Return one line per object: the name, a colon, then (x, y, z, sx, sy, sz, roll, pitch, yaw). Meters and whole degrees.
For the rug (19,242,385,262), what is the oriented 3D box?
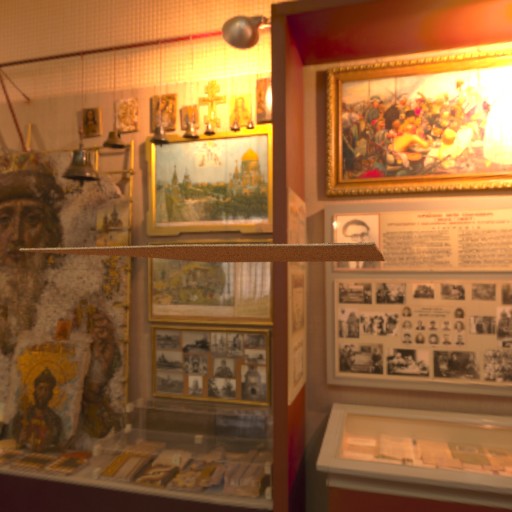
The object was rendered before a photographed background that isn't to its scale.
rug: (0.000, 0.000, 2.906, 1.596, 0.030, 2.283, -1, -2, 17)
